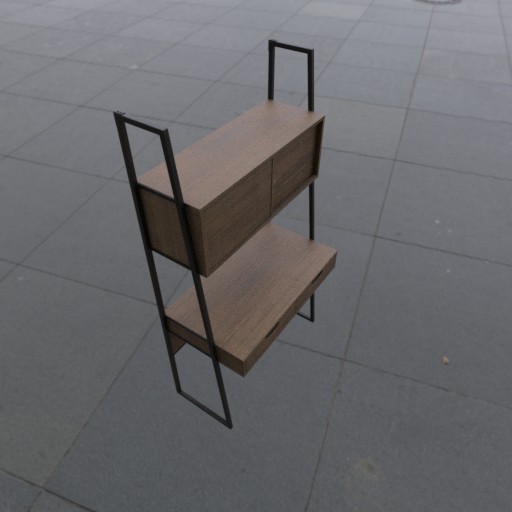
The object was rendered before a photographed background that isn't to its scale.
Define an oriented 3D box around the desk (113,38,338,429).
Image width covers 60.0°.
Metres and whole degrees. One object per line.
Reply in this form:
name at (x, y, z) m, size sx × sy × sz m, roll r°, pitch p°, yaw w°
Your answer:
desk at (0.000, 0.000, 2.313) m, size 0.515 × 1.809 × 0.982 m, roll 25°, pitch 48°, yaw 25°
